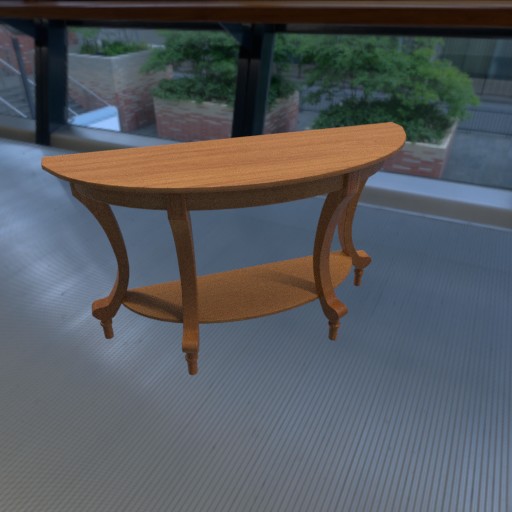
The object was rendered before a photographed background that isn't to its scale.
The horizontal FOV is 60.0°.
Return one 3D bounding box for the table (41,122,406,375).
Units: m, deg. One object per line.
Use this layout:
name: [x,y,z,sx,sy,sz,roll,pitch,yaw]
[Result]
table: [0.000,0.000,1.492,1.198,0.692,0.394,-10,33,-16]
